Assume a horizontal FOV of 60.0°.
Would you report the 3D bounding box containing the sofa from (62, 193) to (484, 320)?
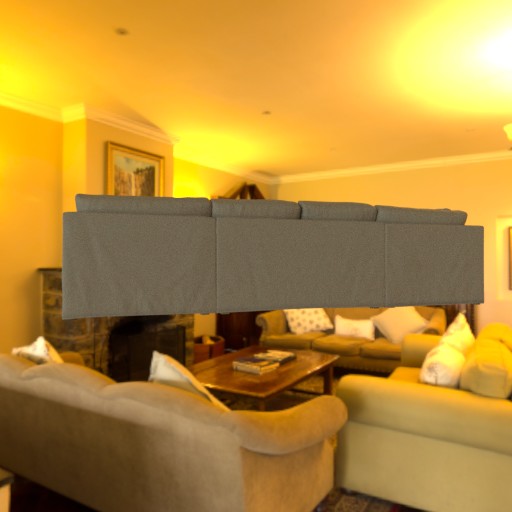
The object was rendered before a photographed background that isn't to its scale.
[{"bbox_3d":[0.000,0.000,4.510,3.460,0.882,2.427,0,-1,-18],"label":"sofa"}]
